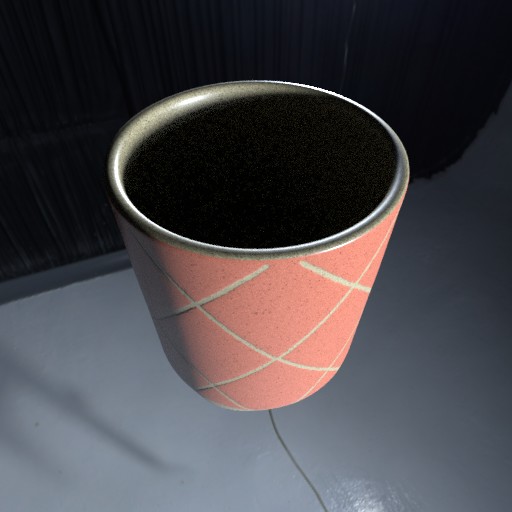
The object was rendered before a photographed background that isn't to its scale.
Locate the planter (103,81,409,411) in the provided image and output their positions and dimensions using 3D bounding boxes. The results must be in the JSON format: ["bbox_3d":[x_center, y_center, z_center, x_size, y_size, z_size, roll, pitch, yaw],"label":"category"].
[{"bbox_3d":[0.000,0.000,0.354,0.191,0.200,0.191,0,47,0],"label":"planter"}]
